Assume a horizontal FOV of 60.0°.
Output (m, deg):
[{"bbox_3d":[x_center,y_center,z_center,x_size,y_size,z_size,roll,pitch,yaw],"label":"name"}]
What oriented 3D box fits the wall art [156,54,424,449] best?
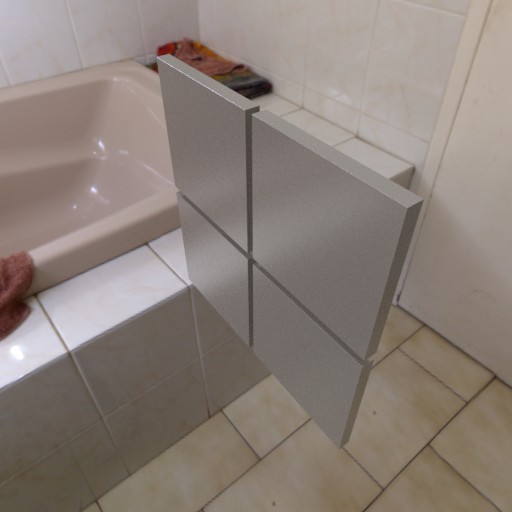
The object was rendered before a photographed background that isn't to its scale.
[{"bbox_3d":[0.000,0.000,0.889,0.029,0.611,0.611,-27,49,-26],"label":"wall art"}]
